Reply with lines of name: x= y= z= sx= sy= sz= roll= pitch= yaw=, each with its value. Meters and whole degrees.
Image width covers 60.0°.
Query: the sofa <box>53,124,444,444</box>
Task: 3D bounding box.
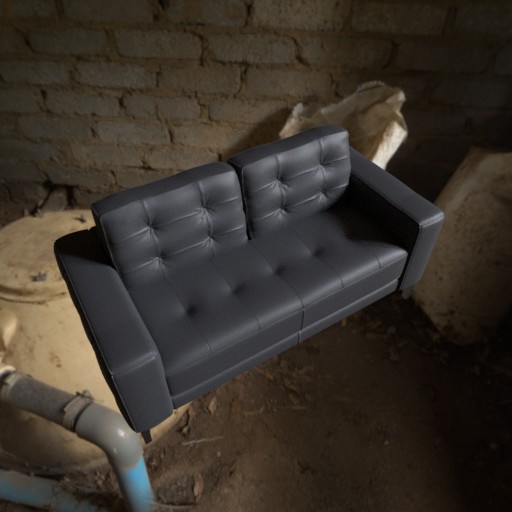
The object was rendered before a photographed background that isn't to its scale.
sofa: x=0.000 y=0.000 z=2.222 sx=1.726 sy=0.893 sz=0.833 roll=-24 pitch=50 yaw=-22
